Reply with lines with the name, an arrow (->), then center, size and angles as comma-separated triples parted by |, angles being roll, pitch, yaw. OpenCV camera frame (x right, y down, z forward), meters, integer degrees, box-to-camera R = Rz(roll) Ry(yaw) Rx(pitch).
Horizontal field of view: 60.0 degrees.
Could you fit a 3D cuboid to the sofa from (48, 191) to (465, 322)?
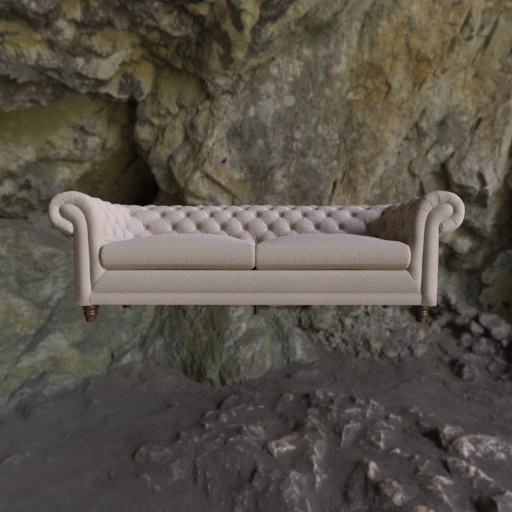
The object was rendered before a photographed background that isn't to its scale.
sofa -> 0.000, 0.000, 3.273 | 2.694, 0.847, 1.076 | 0, 0, 0
